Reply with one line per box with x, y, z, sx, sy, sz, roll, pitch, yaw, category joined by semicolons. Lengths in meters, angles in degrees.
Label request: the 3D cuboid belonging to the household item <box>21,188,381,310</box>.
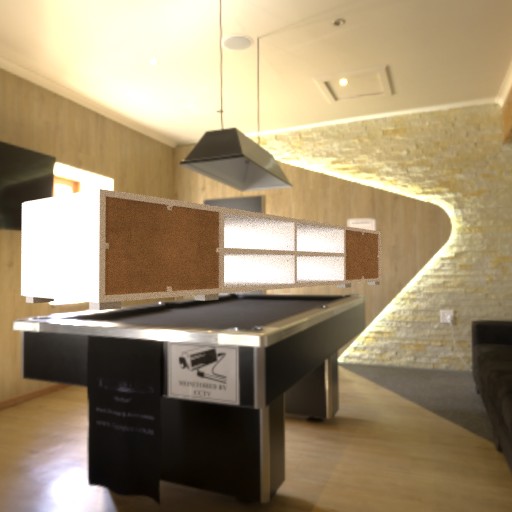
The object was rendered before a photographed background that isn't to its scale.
0.000;0.000;1.982;0.420;0.310;1.850;-1;-1;37;household item
